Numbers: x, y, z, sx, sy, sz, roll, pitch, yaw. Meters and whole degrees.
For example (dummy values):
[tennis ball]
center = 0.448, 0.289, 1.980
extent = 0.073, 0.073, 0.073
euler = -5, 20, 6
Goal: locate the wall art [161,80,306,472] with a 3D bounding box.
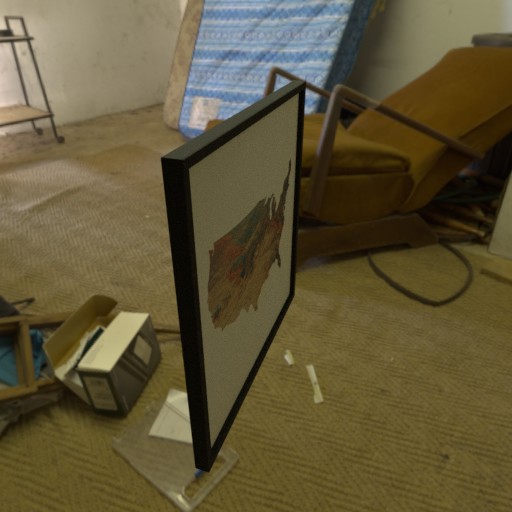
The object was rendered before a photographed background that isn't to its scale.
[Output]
[wall art]
center = 0.000, 0.000, 0.466
extent = 0.015, 0.303, 0.304
euler = 10, 32, 17
